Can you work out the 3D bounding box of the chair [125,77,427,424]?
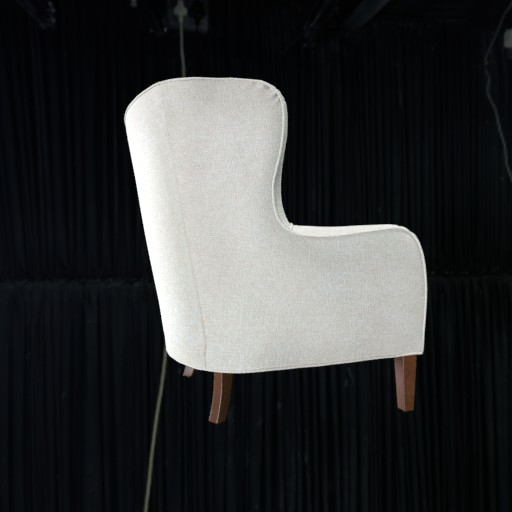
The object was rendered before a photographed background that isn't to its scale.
[{"bbox_3d":[0.000,0.000,1.701,0.966,1.040,0.838,0,0,-18],"label":"chair"}]
